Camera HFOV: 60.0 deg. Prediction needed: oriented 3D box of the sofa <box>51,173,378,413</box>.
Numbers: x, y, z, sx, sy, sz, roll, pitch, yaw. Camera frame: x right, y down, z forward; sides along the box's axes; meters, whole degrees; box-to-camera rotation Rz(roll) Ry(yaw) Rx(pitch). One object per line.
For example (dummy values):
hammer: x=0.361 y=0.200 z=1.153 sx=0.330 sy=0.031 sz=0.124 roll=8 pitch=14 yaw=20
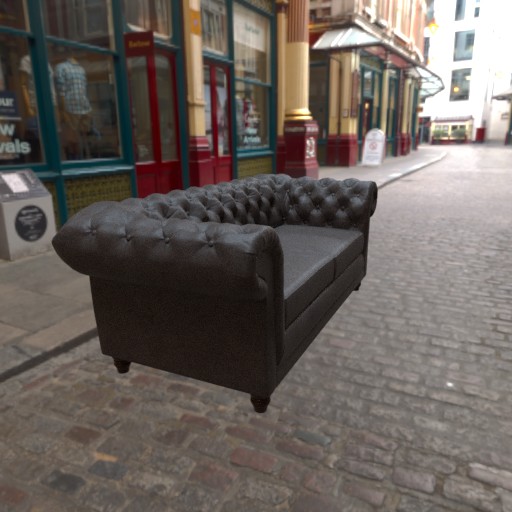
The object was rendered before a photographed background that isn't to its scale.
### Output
sofa: x=0.000 y=0.000 z=2.495 sx=0.944 sy=0.779 sz=2.048 roll=7 pitch=16 yaw=25
